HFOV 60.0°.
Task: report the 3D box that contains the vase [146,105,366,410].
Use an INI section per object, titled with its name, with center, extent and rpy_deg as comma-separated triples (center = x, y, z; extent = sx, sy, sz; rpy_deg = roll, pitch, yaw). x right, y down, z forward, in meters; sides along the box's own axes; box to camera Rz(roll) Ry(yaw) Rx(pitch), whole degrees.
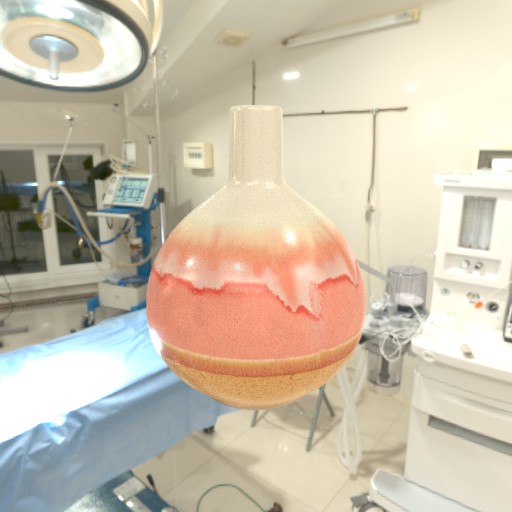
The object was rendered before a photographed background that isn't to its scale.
[vase]
center = 0.000, 0.000, 0.276
extent = 0.137, 0.176, 0.137
rpy_deg = 0, 14, 0
